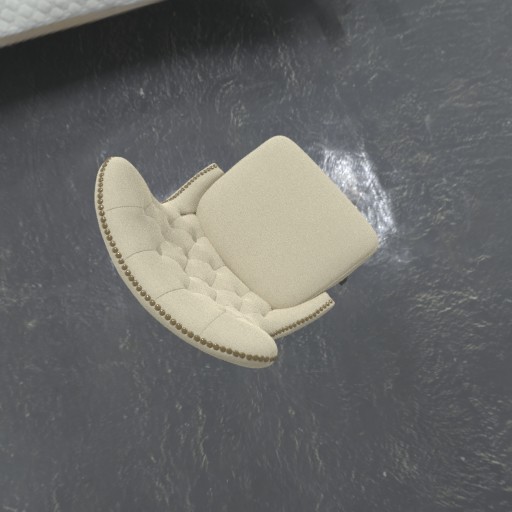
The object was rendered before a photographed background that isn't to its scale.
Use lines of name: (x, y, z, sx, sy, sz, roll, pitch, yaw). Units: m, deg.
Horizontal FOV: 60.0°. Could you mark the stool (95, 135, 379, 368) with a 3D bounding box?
stool: (0.000, 0.000, 1.308, 0.593, 0.971, 0.528, -38, 79, -9)
